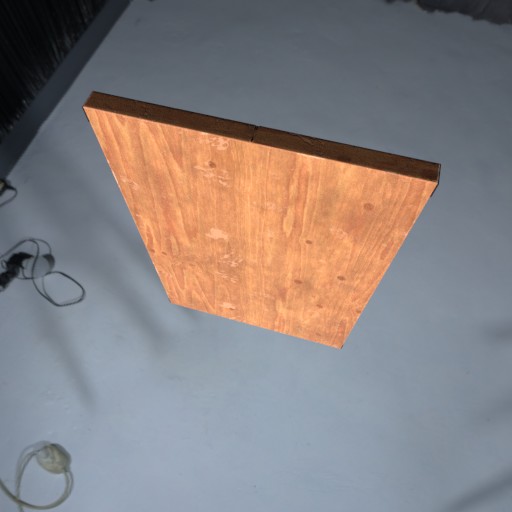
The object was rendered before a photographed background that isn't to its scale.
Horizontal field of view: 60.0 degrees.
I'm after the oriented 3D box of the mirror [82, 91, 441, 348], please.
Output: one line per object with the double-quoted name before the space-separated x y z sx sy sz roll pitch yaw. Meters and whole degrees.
"mirror" 0.000 0.000 0.962 0.517 0.761 0.053 14 63 7
